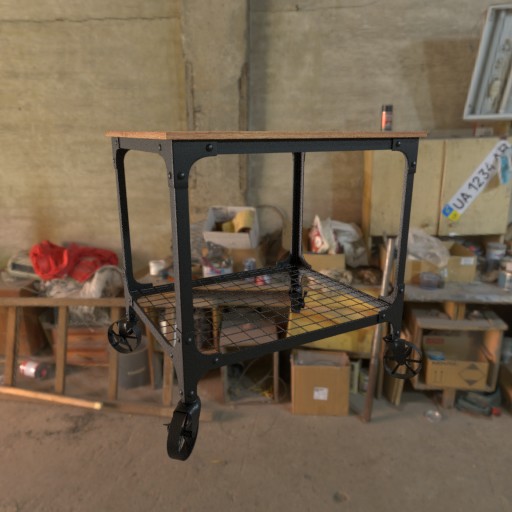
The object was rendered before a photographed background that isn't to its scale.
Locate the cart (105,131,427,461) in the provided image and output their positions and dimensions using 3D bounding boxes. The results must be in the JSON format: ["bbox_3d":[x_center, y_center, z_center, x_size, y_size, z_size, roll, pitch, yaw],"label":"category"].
[{"bbox_3d":[0.000,0.000,1.115,0.666,0.603,0.558,-9,18,-28],"label":"cart"}]
